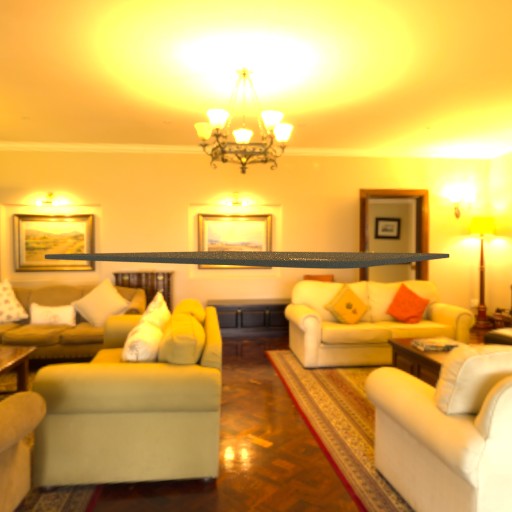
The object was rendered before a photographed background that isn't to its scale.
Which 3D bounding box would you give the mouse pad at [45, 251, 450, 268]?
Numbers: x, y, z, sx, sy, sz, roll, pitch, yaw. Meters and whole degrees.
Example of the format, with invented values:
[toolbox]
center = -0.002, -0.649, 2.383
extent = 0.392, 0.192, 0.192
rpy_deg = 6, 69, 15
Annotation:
[mouse pad]
center = 0.000, 0.000, 0.321
extent = 0.229, 0.003, 0.203
rpy_deg = 1, 2, 35
